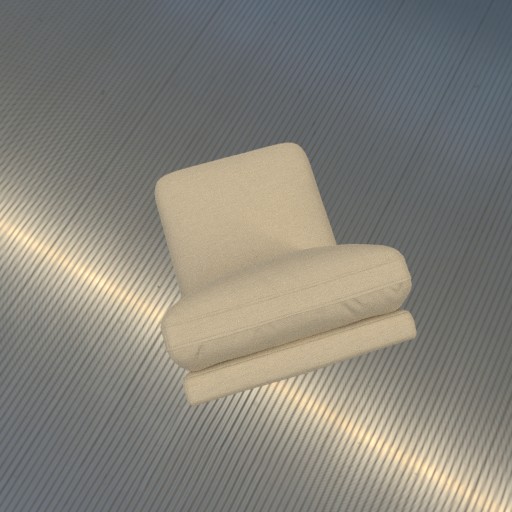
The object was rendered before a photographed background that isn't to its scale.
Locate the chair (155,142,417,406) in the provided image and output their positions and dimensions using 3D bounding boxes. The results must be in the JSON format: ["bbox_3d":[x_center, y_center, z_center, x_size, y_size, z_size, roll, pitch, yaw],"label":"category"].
[{"bbox_3d":[0.000,0.000,1.322,0.503,0.927,0.698,-16,76,-4],"label":"chair"}]
